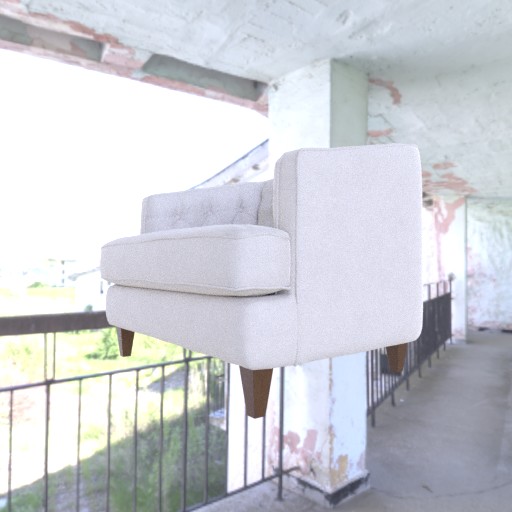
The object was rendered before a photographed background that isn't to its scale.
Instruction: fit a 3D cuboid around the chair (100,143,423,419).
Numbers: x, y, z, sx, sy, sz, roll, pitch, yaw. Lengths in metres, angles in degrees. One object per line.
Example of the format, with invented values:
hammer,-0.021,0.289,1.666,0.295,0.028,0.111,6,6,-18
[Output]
chair,0.000,0.000,1.750,0.941,0.852,1.104,1,-1,-37
